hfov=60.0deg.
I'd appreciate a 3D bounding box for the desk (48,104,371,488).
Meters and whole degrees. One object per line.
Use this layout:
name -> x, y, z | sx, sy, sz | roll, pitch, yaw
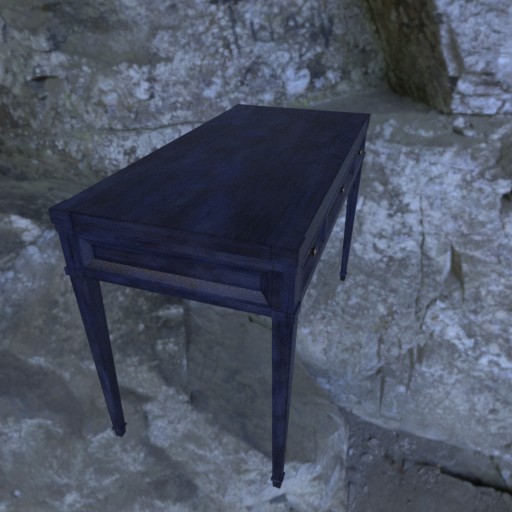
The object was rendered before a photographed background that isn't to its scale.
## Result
desk -> 0.000, 0.000, 1.734 | 0.630, 0.861, 1.289 | 10, 32, 16
